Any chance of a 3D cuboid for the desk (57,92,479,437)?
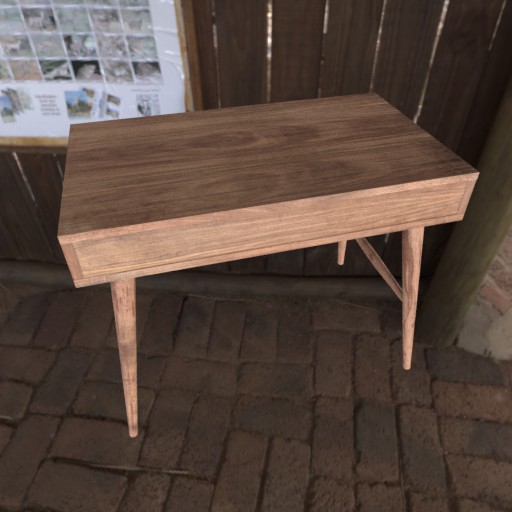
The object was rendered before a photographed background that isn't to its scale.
[{"bbox_3d":[0.000,0.000,1.403,0.949,0.758,0.588,-10,41,-12],"label":"desk"}]
